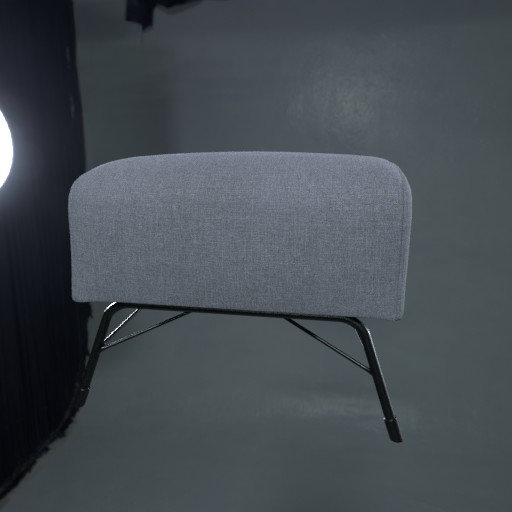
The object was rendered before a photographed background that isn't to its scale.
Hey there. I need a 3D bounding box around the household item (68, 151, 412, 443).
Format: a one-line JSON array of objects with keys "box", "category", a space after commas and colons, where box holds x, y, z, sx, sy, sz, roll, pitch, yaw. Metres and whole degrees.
[{"box": [0.000, 0.000, 0.893, 0.530, 0.410, 0.530, 2, 14, 10], "category": "household item"}]
